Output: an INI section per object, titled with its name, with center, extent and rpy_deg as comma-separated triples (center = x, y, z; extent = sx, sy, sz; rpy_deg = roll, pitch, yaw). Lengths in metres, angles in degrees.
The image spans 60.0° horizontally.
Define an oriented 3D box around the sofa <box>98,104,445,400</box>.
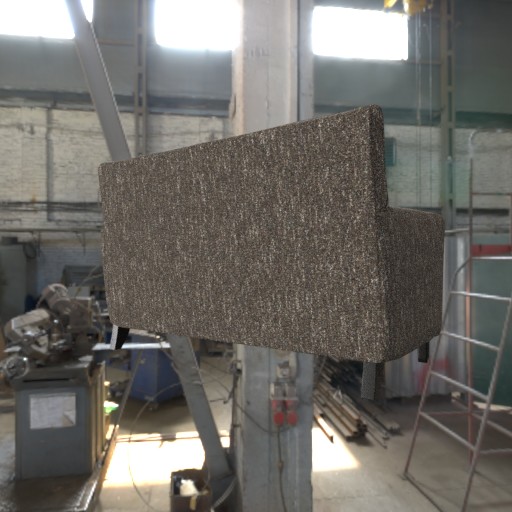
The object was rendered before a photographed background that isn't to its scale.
[sofa]
center = 0.000, 0.000, 2.095
extent = 1.519, 0.946, 0.801
rpy_deg = 0, -1, 36
